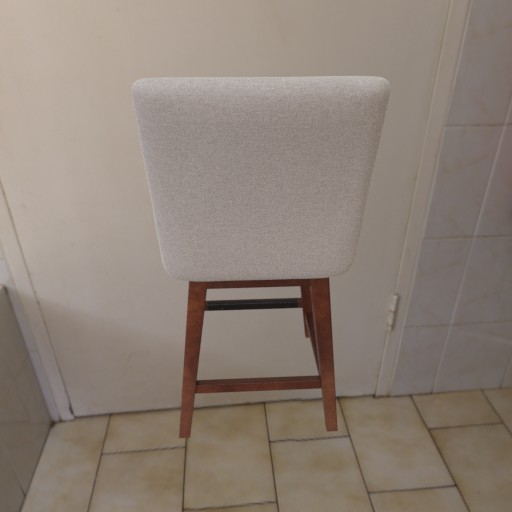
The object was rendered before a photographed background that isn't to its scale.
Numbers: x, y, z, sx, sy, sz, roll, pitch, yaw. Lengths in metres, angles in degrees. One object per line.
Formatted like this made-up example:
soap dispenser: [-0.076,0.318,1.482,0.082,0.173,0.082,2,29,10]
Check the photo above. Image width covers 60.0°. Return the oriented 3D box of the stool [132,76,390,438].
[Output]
stool: [0.000,0.000,1.215,0.469,0.991,0.559,-2,30,-3]
